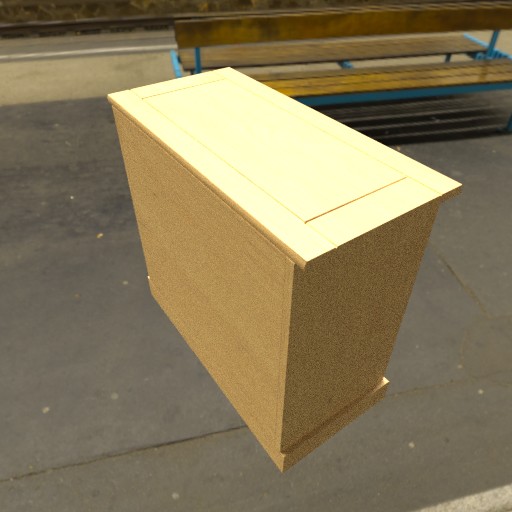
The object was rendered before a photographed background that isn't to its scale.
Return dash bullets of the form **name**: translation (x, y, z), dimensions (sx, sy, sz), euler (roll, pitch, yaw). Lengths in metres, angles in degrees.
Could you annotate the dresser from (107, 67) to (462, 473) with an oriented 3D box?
- **dresser**: translation (0.000, 0.000, 1.399), dimensions (0.440, 0.835, 0.915), euler (-25, 47, -26)
